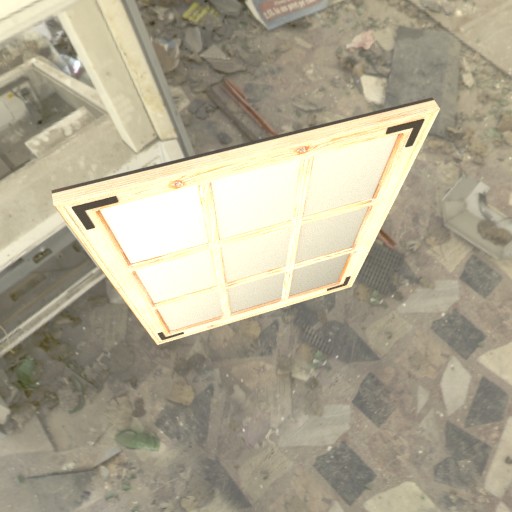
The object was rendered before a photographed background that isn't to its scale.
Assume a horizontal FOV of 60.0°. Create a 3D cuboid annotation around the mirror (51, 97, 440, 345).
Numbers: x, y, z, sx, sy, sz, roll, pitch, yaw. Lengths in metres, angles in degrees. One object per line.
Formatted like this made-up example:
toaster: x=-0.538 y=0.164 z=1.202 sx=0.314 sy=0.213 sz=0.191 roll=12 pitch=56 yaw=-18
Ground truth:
mirror: x=0.000 y=0.000 z=1.201 sx=0.730 sy=0.882 sz=0.032 roll=-16 pitch=64 yaw=-8
